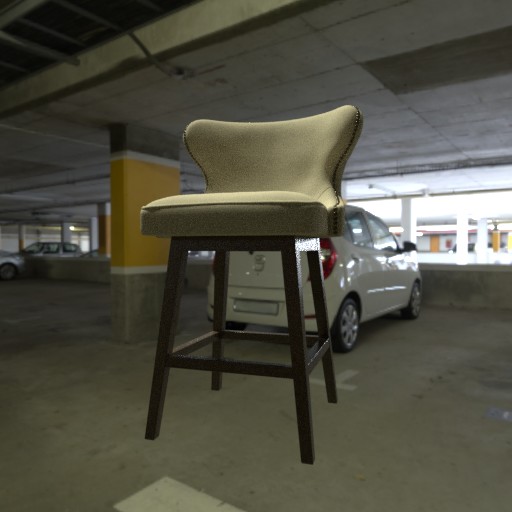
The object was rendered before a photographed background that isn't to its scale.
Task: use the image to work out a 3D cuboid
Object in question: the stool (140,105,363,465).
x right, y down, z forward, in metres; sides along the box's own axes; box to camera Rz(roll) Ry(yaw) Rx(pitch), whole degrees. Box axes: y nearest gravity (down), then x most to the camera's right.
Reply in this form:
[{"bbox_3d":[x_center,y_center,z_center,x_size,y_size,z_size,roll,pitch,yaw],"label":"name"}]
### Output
[{"bbox_3d":[0.000,0.000,1.353,0.615,0.972,0.597,0,1,18],"label":"stool"}]
